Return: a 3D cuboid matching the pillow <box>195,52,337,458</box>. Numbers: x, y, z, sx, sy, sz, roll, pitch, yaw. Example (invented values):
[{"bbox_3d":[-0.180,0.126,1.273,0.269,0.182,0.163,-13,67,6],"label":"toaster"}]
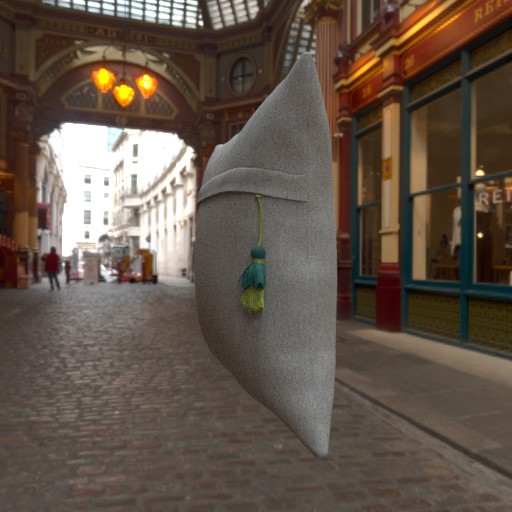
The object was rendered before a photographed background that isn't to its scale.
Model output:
[{"bbox_3d":[0.000,0.000,0.679,0.173,0.436,0.433,0,0,-18],"label":"pillow"}]
